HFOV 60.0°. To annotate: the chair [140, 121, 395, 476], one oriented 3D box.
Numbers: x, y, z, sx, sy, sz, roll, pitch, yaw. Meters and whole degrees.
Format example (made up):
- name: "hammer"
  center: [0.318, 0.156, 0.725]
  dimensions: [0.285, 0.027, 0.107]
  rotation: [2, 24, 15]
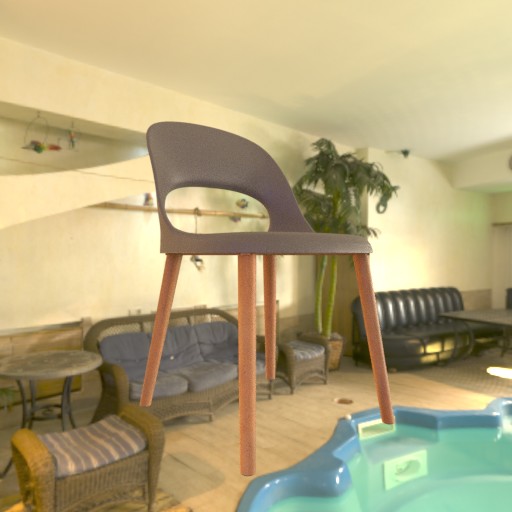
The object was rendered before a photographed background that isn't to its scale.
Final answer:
- name: "chair"
  center: [0.000, 0.000, 1.133]
  dimensions: [0.470, 0.795, 0.556]
  rotation: [0, 0, -37]
